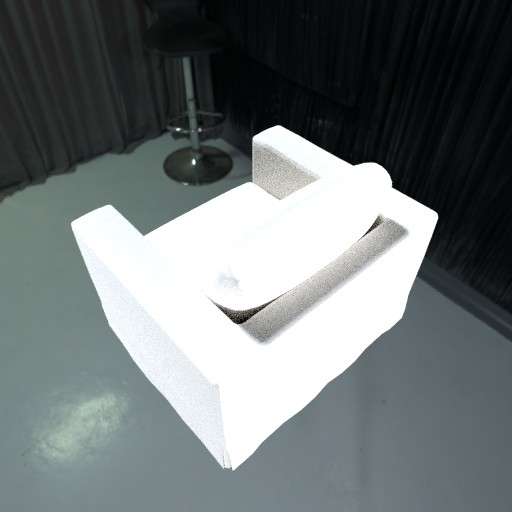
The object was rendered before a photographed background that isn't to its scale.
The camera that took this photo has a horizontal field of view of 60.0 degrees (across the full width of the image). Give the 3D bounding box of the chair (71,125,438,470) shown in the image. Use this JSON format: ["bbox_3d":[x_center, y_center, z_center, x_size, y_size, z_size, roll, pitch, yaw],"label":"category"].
[{"bbox_3d":[0.000,0.000,1.872,1.150,0.878,0.957,-33,54,-28],"label":"chair"}]
